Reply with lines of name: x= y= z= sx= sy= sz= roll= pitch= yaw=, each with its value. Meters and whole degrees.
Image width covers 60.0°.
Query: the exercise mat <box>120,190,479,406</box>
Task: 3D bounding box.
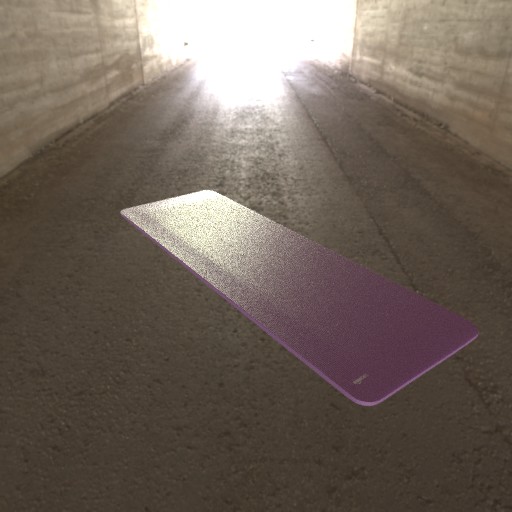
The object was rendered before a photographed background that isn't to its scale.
exercise mat: x=0.000 y=0.000 z=2.058 sx=0.616 sy=0.021 sz=1.869 roll=-19 pitch=33 yaw=-32
